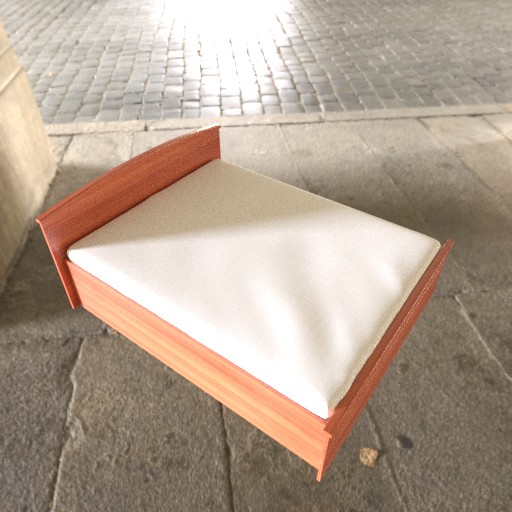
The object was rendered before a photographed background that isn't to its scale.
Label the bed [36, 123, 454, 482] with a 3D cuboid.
[{"bbox_3d":[0.000,0.000,2.949,2.053,0.848,1.683,25,47,27],"label":"bed"}]
